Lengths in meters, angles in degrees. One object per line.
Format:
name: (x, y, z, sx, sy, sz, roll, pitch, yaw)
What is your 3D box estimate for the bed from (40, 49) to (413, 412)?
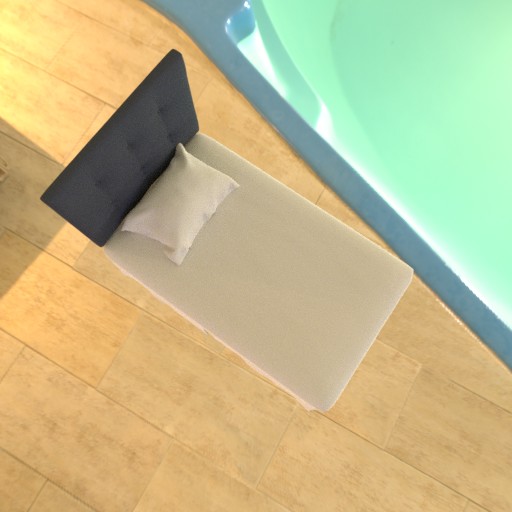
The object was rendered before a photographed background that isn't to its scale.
bed: (0.000, 0.000, 3.018, 1.997, 1.571, 1.261, 34, 78, 8)
